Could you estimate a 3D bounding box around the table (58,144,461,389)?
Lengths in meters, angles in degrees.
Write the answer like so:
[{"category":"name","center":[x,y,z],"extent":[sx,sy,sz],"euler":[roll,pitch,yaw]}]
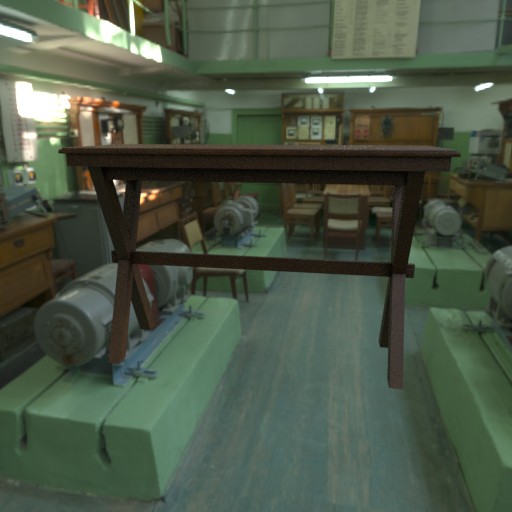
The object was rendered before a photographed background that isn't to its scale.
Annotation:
[{"category":"table","center":[0.000,0.000,1.592],"extent":[1.197,0.763,0.399],"euler":[3,16,9]}]
